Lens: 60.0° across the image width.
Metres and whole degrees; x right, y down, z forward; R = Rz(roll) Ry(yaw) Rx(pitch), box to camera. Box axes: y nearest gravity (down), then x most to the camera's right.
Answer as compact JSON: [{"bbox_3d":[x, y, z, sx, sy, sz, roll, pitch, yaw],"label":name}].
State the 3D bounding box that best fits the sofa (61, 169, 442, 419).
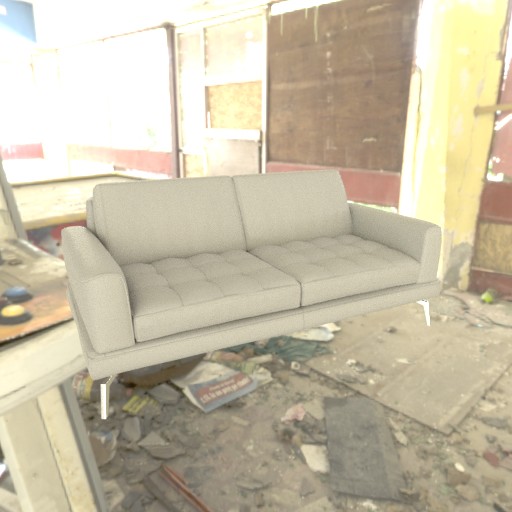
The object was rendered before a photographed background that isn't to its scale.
[{"bbox_3d":[0.000,0.000,2.761,2.177,0.930,1.121,-8,19,-26],"label":"sofa"}]
